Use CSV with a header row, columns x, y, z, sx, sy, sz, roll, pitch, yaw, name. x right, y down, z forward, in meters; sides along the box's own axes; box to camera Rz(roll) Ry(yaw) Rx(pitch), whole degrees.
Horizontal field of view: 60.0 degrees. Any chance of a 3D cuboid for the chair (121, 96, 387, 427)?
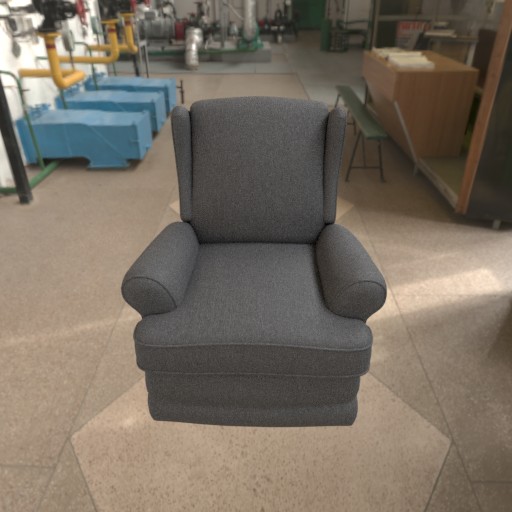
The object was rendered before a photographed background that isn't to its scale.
x,y,z,sx,sy,sz,roll,pitch,yaw,name
0.000,0.000,1.698,0.847,1.011,0.969,1,32,1,chair
